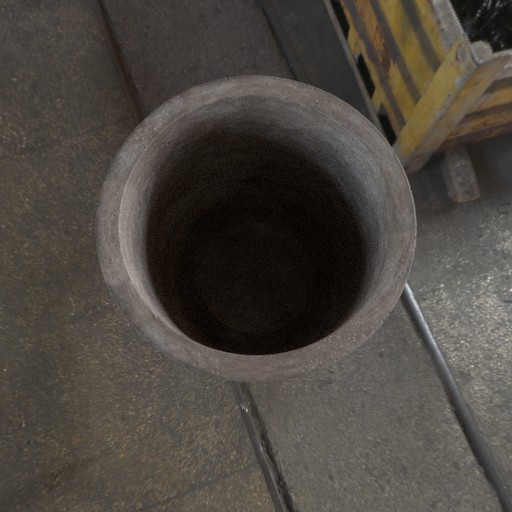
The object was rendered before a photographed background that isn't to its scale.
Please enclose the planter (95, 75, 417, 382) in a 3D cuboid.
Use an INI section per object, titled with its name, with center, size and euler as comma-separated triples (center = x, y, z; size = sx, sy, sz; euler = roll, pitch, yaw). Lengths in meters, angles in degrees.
[planter]
center = 0.000, 0.000, 0.227
size = 0.122, 0.128, 0.122
euler = 0, 76, 0
